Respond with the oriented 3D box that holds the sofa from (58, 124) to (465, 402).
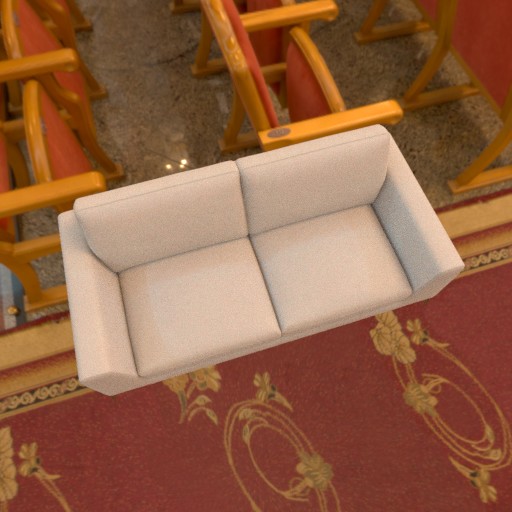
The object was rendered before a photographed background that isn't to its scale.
[{"bbox_3d":[0.000,0.000,2.513,2.017,0.875,0.953,-16,65,-7],"label":"sofa"}]
